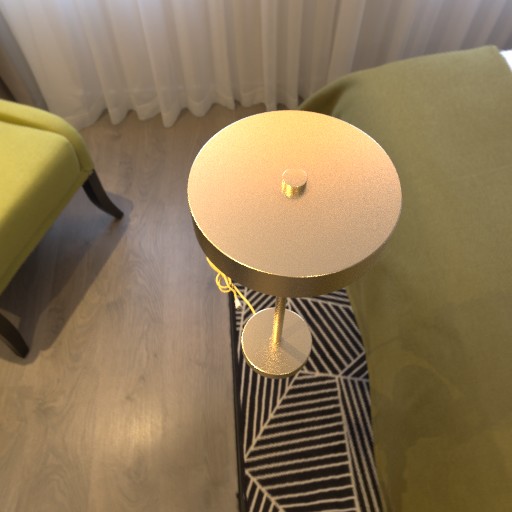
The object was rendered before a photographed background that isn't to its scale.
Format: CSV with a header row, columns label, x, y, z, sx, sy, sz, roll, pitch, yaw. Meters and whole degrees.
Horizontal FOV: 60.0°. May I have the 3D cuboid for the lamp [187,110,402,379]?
label,x,y,z,sx,sy,sz,roll,pitch,yaw
lamp,0.000,0.000,0.713,0.229,0.508,0.369,-31,64,-17
